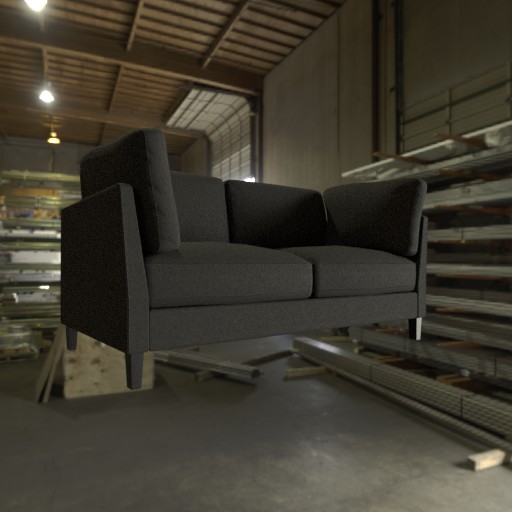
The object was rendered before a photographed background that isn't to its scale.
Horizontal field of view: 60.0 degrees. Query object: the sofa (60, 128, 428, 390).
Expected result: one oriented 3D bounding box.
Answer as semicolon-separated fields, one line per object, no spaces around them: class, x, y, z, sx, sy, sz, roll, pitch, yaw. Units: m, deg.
sofa;0.000;0.000;2.310;1.751;0.920;0.969;1;-1;-36
